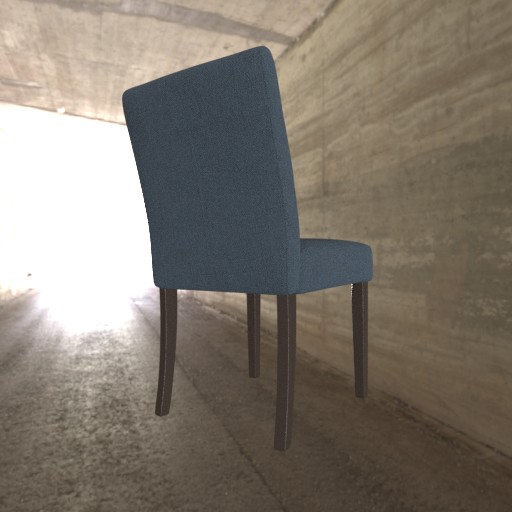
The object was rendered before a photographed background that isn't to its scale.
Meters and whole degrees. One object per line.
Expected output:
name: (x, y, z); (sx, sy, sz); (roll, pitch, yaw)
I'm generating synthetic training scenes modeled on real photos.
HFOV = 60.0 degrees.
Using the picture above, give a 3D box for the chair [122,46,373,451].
chair: (0.000, 0.000, 1.267); (0.487, 0.882, 0.629); (0, 0, 34)
